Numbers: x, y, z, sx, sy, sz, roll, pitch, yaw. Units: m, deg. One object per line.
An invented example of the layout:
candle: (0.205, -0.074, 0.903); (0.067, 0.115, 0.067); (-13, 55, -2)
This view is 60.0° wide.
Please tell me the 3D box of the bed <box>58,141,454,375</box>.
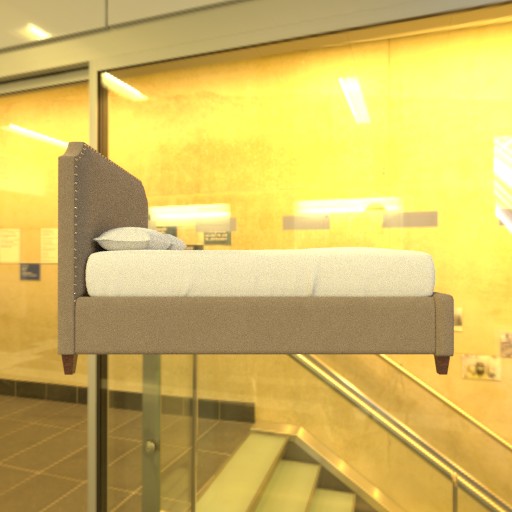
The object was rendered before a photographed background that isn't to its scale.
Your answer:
bed: (0.000, 0.000, 3.437); (2.329, 1.415, 1.703); (0, 0, 0)
